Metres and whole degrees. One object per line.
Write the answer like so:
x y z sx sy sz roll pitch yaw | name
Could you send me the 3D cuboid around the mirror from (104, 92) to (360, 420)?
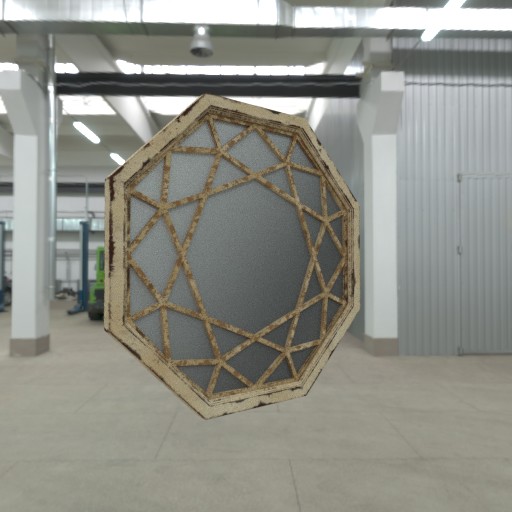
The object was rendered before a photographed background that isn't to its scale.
0.000 0.000 0.967 0.648 0.648 0.031 1 -1 -37 | mirror
